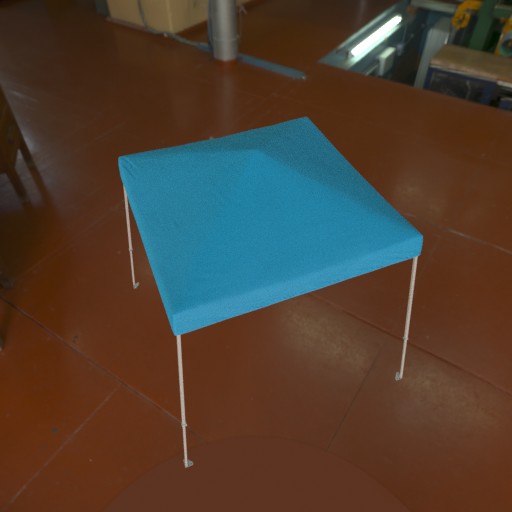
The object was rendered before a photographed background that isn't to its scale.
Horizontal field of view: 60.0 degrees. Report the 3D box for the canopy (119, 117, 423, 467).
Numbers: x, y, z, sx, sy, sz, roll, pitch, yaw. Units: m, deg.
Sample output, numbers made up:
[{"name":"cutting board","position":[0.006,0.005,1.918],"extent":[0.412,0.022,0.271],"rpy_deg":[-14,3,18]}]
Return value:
[{"name":"canopy","position":[0.000,0.000,5.131],"extent":[2.848,2.849,2.849],"rpy_deg":[-17,48,-15]}]
